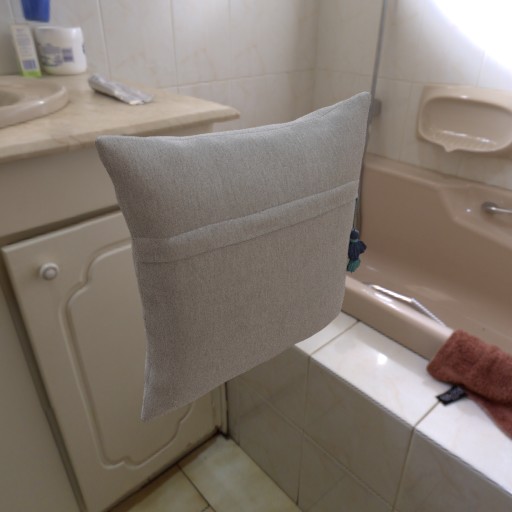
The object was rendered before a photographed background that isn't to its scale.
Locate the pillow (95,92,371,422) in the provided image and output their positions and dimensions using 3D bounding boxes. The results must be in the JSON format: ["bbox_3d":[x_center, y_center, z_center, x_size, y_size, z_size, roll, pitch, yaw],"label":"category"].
[{"bbox_3d":[0.000,0.000,0.677,0.433,0.436,0.173,-22,36,-33],"label":"pillow"}]
